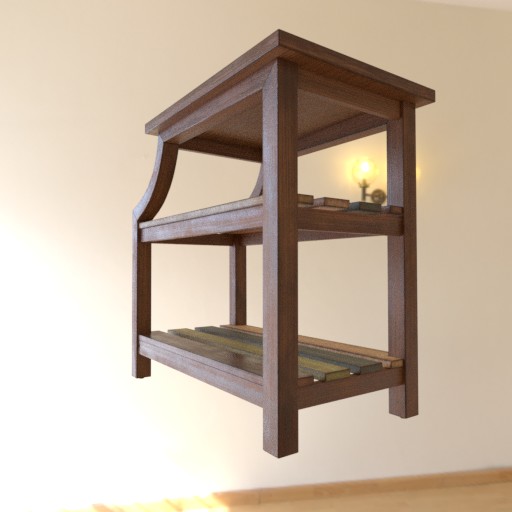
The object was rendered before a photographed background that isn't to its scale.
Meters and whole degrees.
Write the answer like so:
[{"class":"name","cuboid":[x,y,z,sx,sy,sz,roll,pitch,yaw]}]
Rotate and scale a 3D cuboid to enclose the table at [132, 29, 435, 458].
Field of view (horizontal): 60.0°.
[{"class":"table","cuboid":[0.000,0.000,0.930,0.356,0.584,0.609,1,-2,-35]}]
